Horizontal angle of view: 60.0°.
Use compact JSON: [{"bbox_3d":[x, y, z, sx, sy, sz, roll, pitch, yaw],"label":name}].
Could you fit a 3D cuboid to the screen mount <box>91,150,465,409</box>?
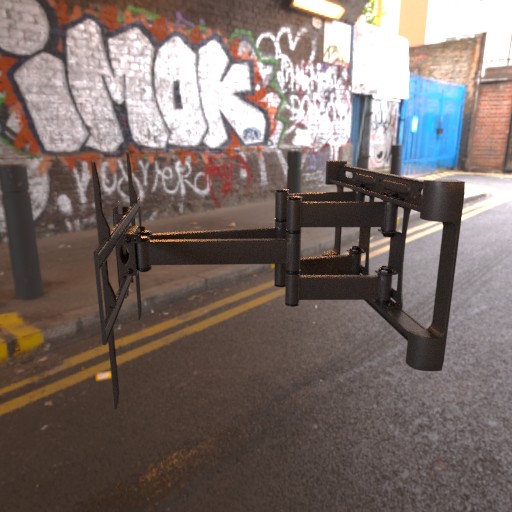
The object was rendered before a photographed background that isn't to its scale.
[{"bbox_3d":[0.000,0.000,1.085,0.644,0.491,0.661,-2,15,-8],"label":"screen mount"}]
